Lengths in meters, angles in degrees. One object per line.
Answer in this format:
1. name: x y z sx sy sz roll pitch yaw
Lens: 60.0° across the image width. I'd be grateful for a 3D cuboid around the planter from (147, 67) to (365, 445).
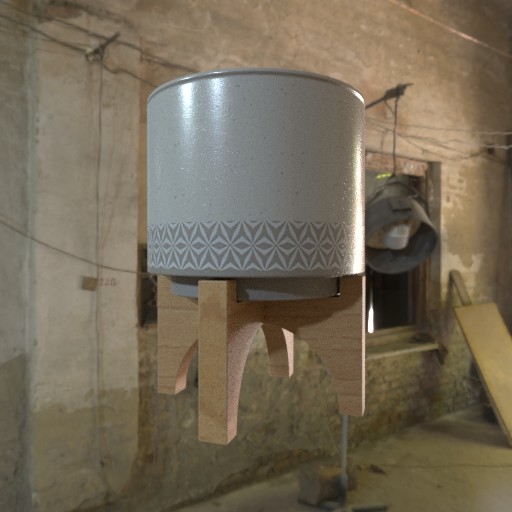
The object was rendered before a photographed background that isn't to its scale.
1. planter: 0.000 0.000 0.272 0.130 0.178 0.130 0 1 0
